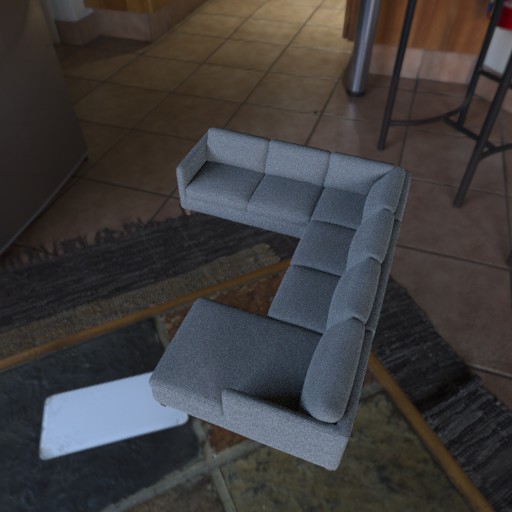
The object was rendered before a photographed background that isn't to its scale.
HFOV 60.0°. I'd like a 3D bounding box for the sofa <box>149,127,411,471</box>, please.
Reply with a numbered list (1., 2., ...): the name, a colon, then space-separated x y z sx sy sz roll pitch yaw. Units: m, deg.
1. sofa: 0.000 0.000 4.426 2.551 0.853 3.238 15 48 14
